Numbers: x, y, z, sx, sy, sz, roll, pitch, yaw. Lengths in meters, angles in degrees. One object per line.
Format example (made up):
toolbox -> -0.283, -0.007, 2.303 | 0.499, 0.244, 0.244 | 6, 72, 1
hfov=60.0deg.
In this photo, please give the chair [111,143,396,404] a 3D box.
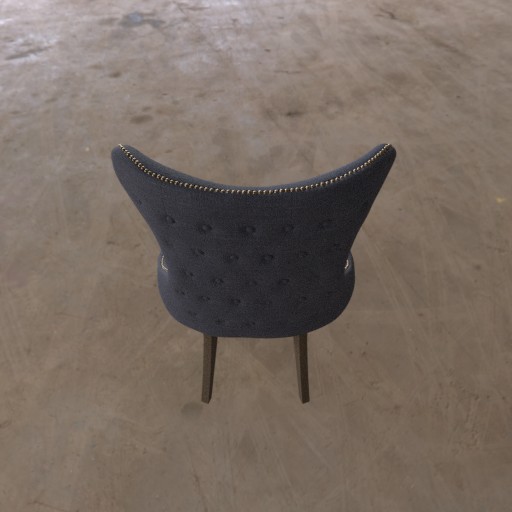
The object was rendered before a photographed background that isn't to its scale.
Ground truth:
chair -> 0.000, 0.000, 1.359 | 0.628, 0.967, 0.635 | 0, 45, 0
